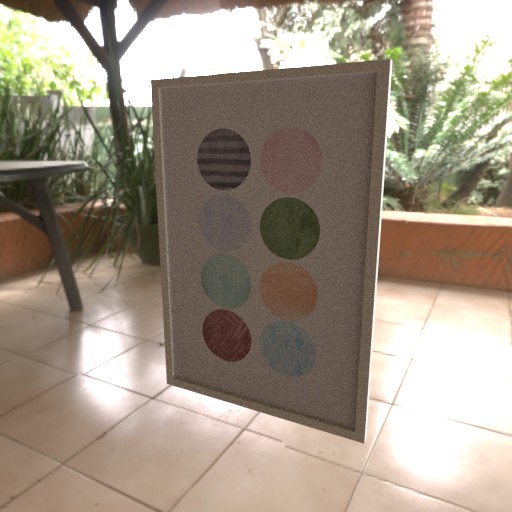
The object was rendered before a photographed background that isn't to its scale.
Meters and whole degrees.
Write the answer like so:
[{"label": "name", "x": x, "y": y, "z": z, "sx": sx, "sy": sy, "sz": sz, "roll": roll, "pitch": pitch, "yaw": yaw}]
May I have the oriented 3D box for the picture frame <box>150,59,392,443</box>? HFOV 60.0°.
[{"label": "picture frame", "x": 0.000, "y": 0.000, "z": 0.844, "sx": 0.457, "sy": 0.657, "sz": 0.013, "roll": 7, "pitch": 16, "yaw": 27}]
